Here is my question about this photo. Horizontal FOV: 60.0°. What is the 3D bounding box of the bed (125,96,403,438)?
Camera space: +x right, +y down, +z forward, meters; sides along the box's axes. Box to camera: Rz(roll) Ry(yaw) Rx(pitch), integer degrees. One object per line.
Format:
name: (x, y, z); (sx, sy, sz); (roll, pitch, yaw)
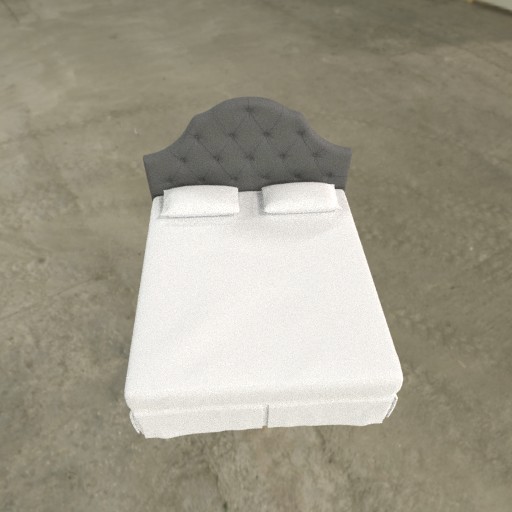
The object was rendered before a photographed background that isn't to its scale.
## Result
bed: (0.000, 0.000, 3.578); (2.008, 1.615, 2.214); (-3, 46, -3)
